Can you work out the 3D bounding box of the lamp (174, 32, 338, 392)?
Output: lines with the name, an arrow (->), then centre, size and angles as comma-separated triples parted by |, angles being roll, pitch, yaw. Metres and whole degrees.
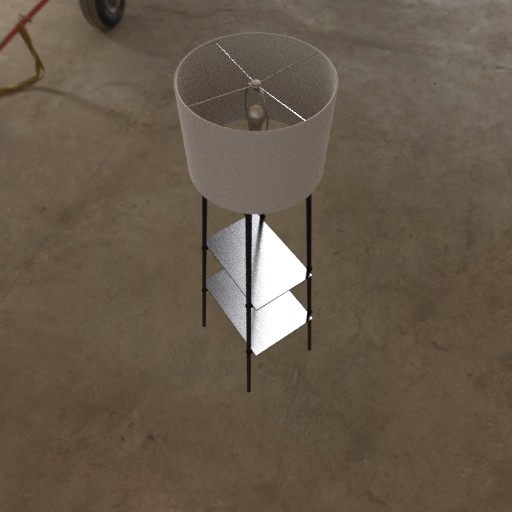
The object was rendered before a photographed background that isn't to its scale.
lamp -> 0.000, 0.000, 1.628 | 0.384, 1.474, 0.427 | -30, 61, -19
